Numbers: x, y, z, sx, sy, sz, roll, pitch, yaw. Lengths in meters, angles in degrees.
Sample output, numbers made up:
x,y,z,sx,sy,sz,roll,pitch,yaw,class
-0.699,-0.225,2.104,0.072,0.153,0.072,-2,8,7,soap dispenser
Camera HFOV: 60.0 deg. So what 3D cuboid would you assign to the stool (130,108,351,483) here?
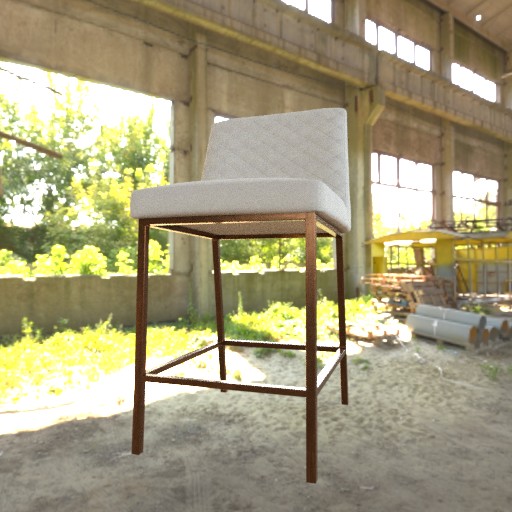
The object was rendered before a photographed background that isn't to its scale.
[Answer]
x,y,z,sx,sy,sz,roll,pitch,yaw,class
0.000,0.000,1.282,0.507,0.973,0.576,0,-1,19,stool
